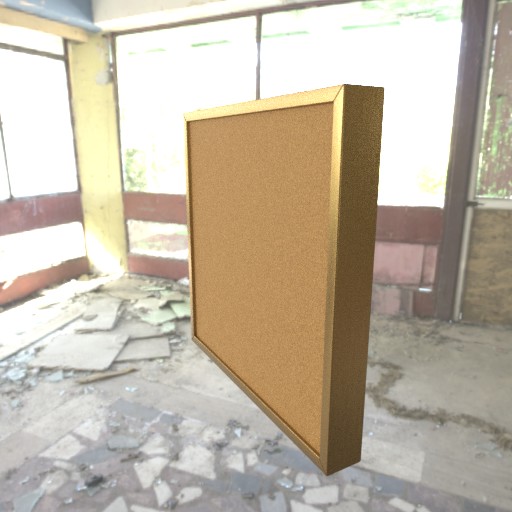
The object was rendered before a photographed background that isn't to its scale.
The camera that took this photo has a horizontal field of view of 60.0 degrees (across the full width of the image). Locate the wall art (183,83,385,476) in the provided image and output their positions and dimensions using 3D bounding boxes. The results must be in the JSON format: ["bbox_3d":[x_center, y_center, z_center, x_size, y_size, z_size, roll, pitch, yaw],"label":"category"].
[{"bbox_3d":[0.000,0.000,0.466,0.037,0.305,0.305,-8,16,-28],"label":"wall art"}]
